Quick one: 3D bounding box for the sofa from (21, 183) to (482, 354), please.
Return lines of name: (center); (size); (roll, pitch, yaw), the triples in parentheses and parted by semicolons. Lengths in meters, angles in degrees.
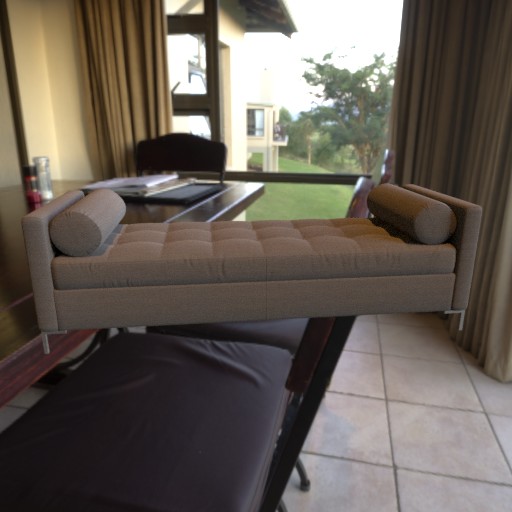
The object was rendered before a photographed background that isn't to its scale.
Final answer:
sofa: (0.000, 0.000, 2.288); (1.981, 0.635, 0.686); (-2, 18, -6)
